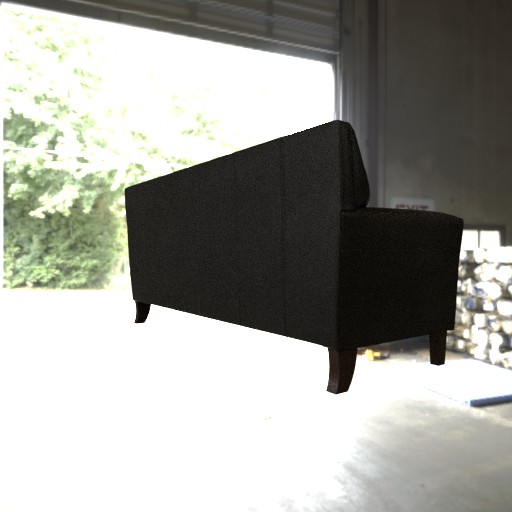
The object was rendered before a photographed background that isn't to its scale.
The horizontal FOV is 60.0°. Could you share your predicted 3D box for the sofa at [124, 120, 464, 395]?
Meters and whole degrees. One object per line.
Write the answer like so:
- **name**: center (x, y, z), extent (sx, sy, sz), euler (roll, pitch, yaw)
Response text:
- **sofa**: center (0.000, 0.000, 2.520), extent (0.805, 0.947, 2.053), euler (0, 1, -36)
